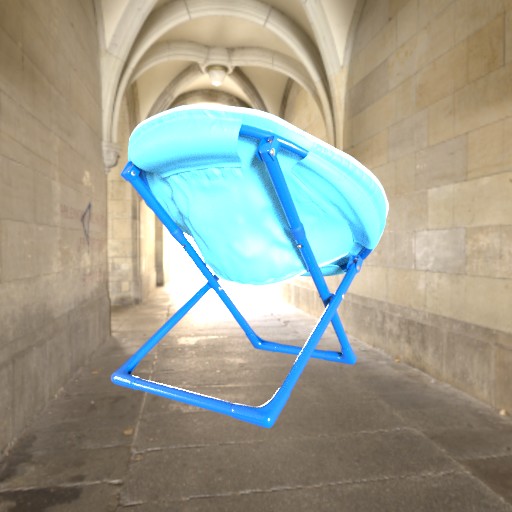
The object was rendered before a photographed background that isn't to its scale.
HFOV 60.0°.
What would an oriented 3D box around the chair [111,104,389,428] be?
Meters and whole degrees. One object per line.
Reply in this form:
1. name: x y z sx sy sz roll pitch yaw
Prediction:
1. chair: 0.000 0.000 0.894 0.520 0.478 0.465 1 1 36
